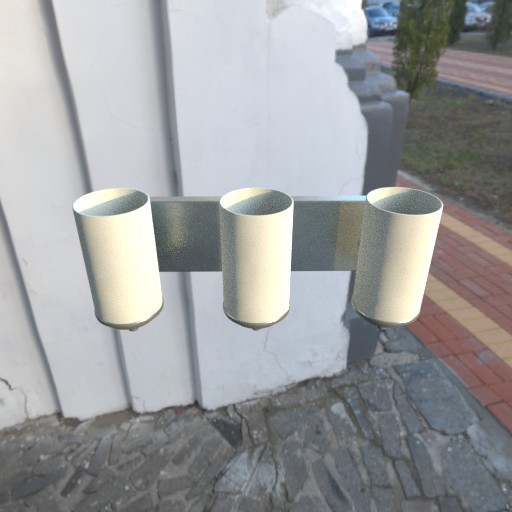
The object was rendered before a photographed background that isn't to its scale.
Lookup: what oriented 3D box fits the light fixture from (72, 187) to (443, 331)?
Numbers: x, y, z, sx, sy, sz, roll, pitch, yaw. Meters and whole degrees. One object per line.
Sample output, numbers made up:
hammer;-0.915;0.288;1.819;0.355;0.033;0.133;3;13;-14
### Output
light fixture;0.000;0.000;0.544;0.451;0.172;0.145;0;30;-1
